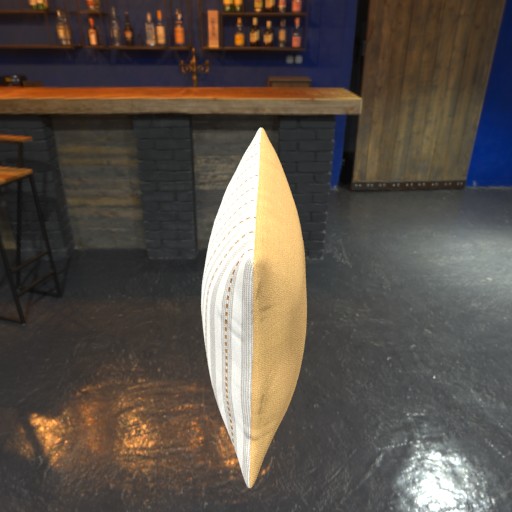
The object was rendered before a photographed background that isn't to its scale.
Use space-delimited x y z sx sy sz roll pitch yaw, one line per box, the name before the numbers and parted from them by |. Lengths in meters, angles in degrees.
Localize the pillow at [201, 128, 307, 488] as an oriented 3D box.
pillow | 0.000 0.000 0.712 0.151 0.291 0.608 1 27 1
